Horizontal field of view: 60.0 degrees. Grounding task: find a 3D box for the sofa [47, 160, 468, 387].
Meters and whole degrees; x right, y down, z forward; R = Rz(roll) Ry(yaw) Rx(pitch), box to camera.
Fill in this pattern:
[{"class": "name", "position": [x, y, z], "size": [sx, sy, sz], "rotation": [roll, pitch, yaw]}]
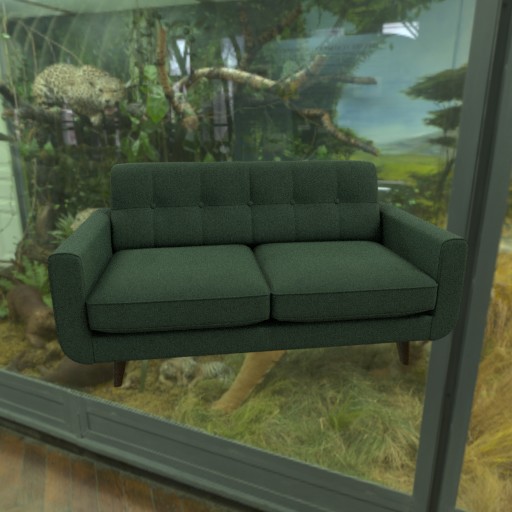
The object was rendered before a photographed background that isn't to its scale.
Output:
[{"class": "sofa", "position": [0.000, 0.000, 2.127], "size": [1.631, 0.841, 0.909], "rotation": [-2, 17, -7]}]
